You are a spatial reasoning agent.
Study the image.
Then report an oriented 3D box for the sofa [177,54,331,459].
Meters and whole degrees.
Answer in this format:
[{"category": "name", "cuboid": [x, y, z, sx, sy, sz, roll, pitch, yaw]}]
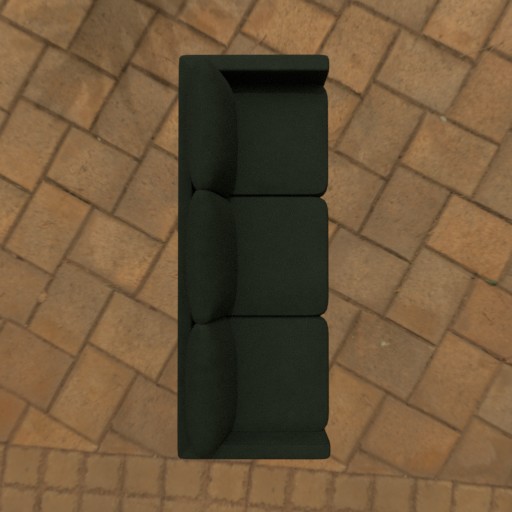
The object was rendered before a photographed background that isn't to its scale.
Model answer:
[{"category": "sofa", "cuboid": [0.000, 0.000, 2.640, 0.859, 0.870, 2.218, 0, 89, 0]}]
